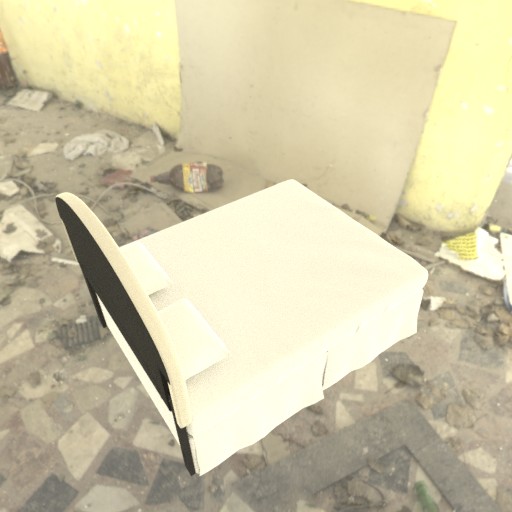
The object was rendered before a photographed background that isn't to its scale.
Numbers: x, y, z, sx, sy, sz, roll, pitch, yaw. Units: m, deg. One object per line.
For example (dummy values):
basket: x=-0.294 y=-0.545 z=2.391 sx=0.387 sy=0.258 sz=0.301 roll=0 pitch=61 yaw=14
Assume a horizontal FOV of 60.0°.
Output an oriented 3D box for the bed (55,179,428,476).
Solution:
bed: x=0.000 y=0.000 z=3.016 sx=2.005 sy=1.410 sz=1.607 roll=-26 pitch=47 yaw=-26
